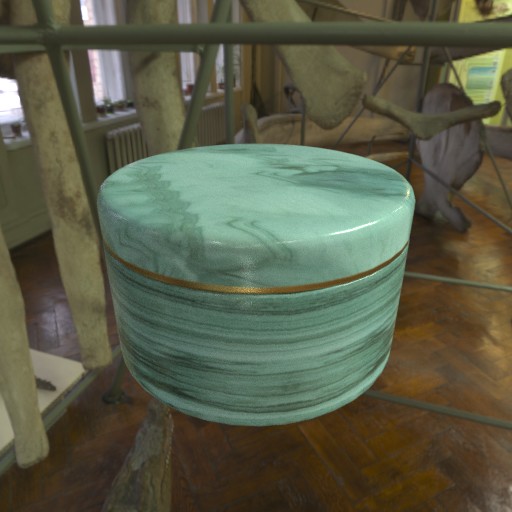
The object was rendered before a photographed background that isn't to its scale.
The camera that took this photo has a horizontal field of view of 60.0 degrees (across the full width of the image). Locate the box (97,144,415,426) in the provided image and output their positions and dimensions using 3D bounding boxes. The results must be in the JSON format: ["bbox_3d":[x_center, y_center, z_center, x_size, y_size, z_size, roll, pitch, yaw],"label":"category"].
[{"bbox_3d":[0.000,0.000,0.159,0.101,0.063,0.101,0,26,0],"label":"box"}]
